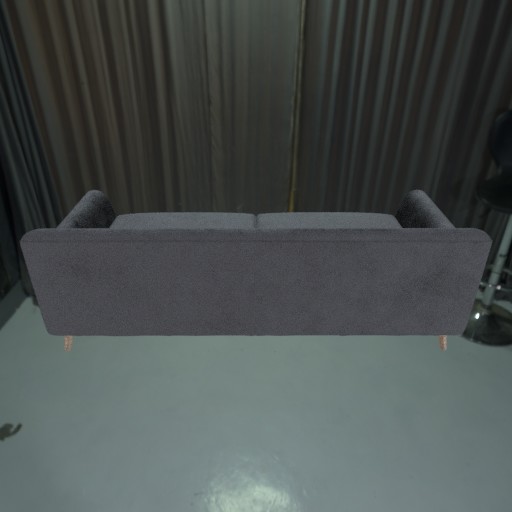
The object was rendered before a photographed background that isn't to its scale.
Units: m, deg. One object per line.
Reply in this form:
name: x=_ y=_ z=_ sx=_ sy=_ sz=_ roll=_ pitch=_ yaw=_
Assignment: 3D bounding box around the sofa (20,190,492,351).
sofa: x=0.000 y=0.000 z=2.585 sx=2.190 sy=0.740 sz=0.900 roll=0 pitch=30 yaw=0
